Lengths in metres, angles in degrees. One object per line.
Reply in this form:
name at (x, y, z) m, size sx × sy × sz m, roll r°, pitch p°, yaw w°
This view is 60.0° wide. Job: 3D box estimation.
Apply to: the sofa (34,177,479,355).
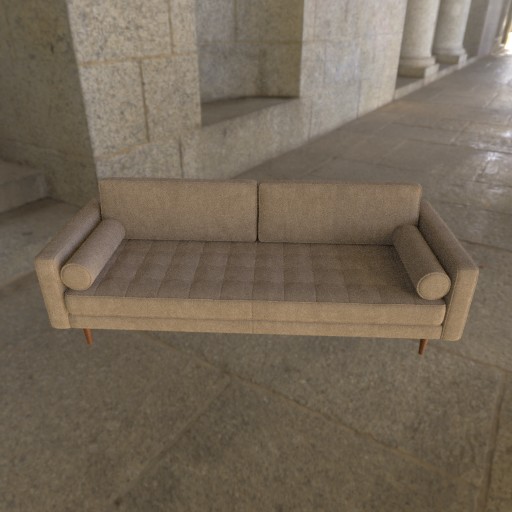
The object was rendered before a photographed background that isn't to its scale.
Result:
sofa at (0.000, 0.000, 2.617) m, size 2.200 × 0.770 × 0.919 m, roll 1°, pitch 29°, yaw 2°
